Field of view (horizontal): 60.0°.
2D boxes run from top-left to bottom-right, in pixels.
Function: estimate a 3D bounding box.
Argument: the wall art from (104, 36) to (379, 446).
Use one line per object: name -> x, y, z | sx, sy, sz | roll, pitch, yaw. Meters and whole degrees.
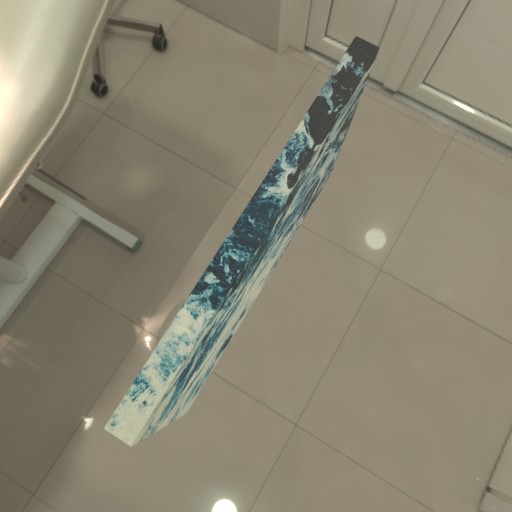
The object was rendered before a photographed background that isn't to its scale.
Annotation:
wall art -> 0.000, 0.000, 0.755 | 0.043, 0.407, 0.609 | 30, 77, 7
